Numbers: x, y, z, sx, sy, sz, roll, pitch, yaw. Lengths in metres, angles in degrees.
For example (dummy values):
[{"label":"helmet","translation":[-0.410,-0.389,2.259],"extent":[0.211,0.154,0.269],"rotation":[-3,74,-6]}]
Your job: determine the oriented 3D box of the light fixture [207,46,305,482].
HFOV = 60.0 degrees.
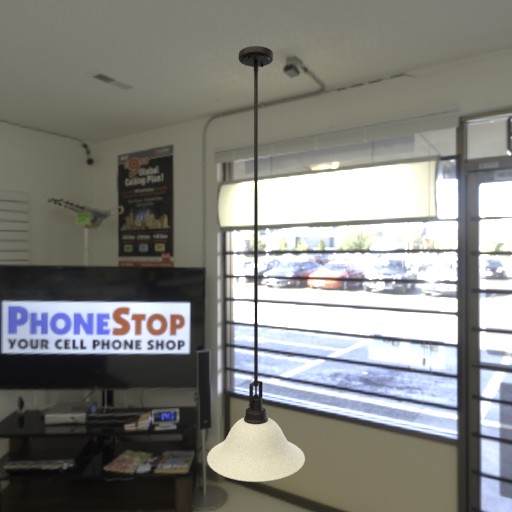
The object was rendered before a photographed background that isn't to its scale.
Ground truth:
[{"label":"light fixture","translation":[0.000,0.000,1.471],"extent":[0.324,1.337,0.324],"rotation":[0,0,36]}]
